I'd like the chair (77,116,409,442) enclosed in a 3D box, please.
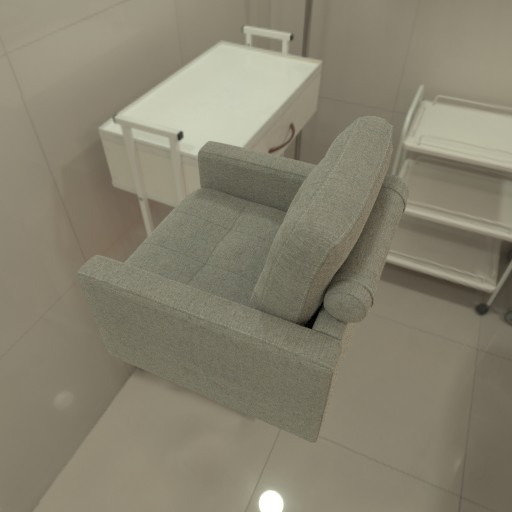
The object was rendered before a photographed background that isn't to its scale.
[{"bbox_3d":[0.000,0.000,1.516,0.843,0.880,0.821,18,48,17],"label":"chair"}]
